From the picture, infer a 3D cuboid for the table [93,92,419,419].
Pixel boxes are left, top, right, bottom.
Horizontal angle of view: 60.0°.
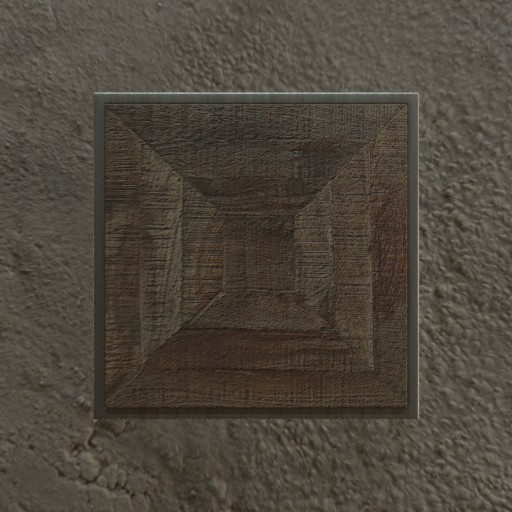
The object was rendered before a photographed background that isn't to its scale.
[{"bbox_3d":[0.000,0.000,0.856,0.449,0.500,0.450,0,90,0],"label":"table"}]
